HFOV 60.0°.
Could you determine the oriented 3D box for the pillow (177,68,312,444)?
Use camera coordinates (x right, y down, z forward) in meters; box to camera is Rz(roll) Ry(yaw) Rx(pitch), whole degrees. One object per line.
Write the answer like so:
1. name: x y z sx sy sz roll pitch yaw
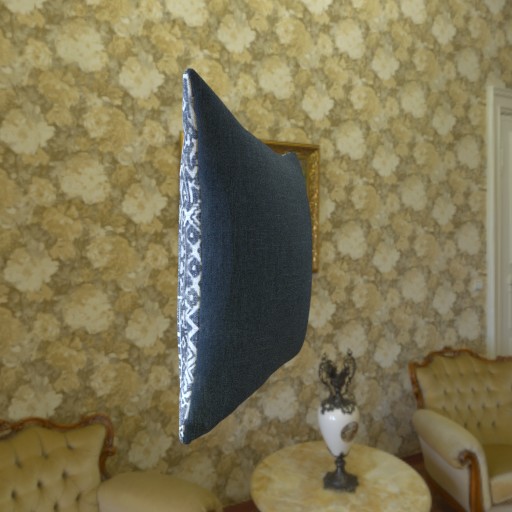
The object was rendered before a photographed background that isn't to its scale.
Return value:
1. pillow: 0.000 0.000 0.809 0.180 0.487 0.546 0 1 19
